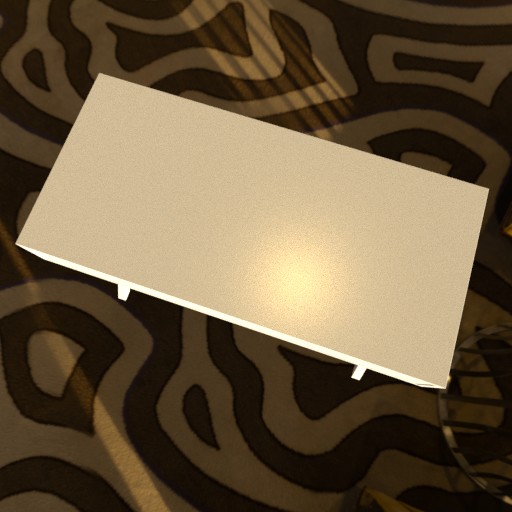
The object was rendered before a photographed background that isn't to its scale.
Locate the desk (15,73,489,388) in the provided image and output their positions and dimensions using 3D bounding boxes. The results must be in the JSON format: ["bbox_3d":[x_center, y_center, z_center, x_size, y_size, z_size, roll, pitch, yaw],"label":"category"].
[{"bbox_3d":[0.000,0.000,1.465,1.059,0.780,0.509,18,76,5],"label":"desk"}]
